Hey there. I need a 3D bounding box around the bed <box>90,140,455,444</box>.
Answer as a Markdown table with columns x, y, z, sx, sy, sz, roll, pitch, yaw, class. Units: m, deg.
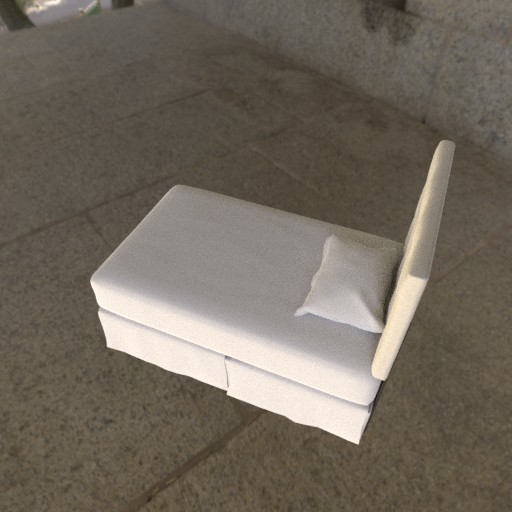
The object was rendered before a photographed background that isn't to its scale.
| x | y | z | sx | sy | sz | roll | pitch | yaw | class |
| --- | --- | --- | --- | --- | --- | --- | --- | --- | --- |
| 0.000 | 0.000 | 2.952 | 1.997 | 1.571 | 1.261 | 17 | 48 | 16 | bed |
